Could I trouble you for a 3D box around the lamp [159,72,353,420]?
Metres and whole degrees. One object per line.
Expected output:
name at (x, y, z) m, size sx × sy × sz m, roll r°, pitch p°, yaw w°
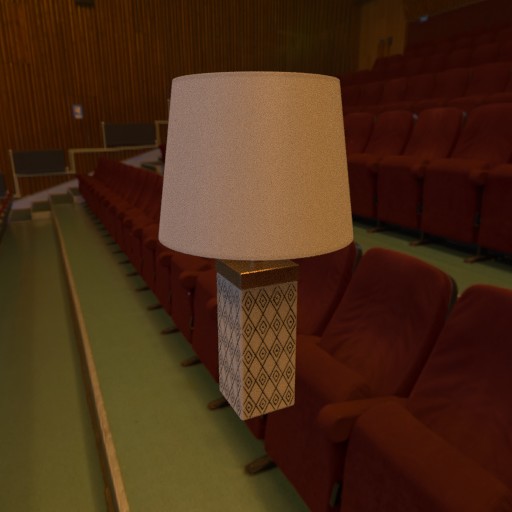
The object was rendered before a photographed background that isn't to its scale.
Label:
lamp at (0.000, 0.000, 0.593) m, size 0.251 × 0.435 × 0.251 m, roll 0°, pitch 16°, yaw 0°
